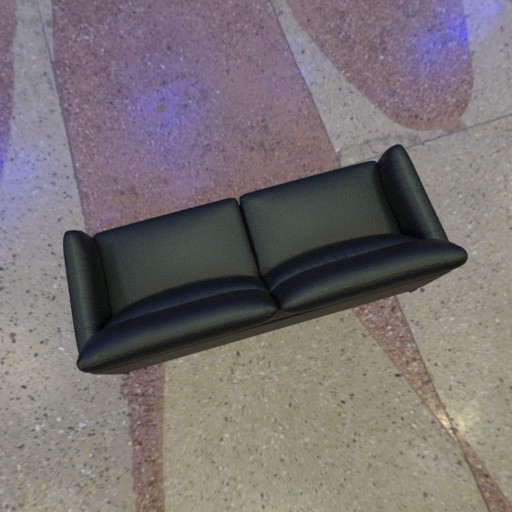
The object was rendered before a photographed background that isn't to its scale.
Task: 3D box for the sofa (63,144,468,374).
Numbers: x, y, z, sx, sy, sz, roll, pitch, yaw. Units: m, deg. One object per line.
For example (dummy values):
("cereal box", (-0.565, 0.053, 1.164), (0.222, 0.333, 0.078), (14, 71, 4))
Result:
("sofa", (0.000, 0.000, 2.531), (2.069, 0.957, 0.856), (-15, 75, -4))
